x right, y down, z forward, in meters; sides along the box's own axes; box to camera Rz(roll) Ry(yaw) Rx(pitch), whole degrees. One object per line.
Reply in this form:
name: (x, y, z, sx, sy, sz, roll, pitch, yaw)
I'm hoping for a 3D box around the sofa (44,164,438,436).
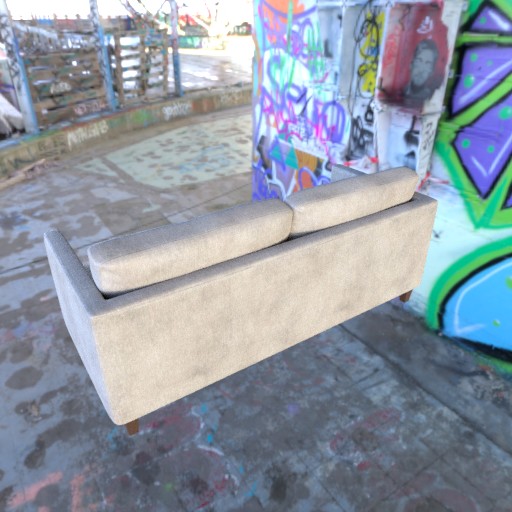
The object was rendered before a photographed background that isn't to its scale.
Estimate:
sofa: (0.000, 0.000, 2.735, 2.208, 0.965, 0.951, -18, 34, -29)
